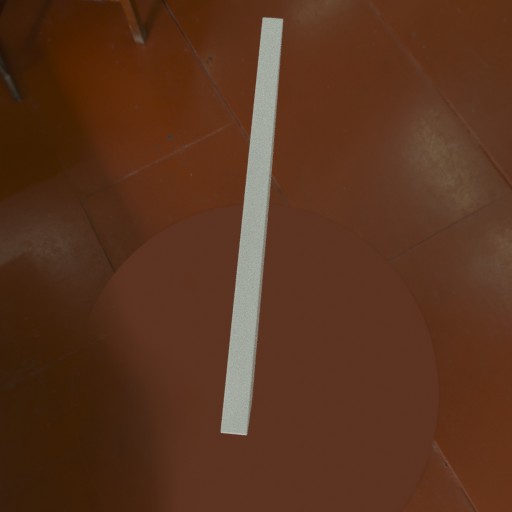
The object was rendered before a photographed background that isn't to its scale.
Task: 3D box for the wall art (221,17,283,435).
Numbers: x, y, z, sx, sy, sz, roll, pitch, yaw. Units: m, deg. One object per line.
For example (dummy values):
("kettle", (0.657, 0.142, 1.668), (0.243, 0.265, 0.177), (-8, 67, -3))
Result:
("wall art", (0.000, 0.000, 1.135), (0.040, 0.762, 0.762), (5, 75, 1))
